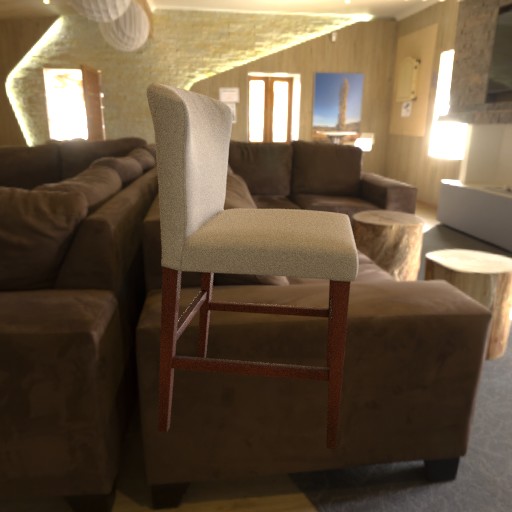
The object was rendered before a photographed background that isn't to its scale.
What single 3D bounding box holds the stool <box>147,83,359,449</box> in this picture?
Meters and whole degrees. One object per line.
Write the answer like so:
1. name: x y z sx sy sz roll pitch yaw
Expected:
1. stool: 0.000 0.000 1.329 0.568 0.968 0.479 2 17 8
